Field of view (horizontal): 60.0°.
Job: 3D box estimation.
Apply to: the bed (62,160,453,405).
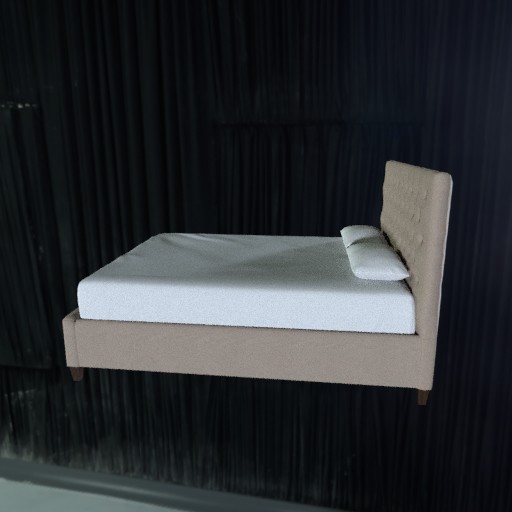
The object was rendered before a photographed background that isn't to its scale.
[{"bbox_3d":[0.000,0.000,3.507,2.387,1.427,1.698,2,14,7],"label":"bed"}]
